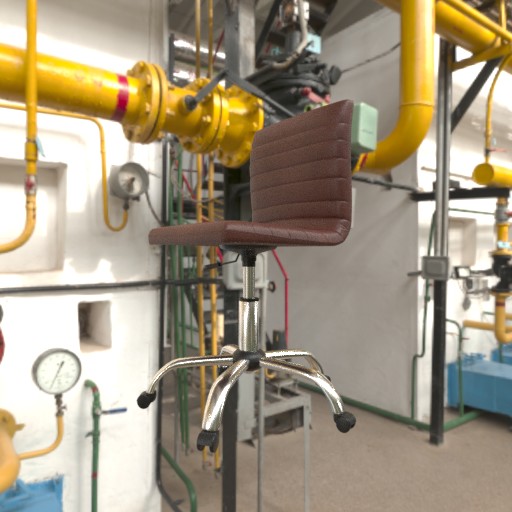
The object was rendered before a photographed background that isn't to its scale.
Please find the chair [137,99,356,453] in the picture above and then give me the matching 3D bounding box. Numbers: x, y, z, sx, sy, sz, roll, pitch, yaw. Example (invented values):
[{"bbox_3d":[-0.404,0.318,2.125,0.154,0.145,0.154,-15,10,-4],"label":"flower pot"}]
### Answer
[{"bbox_3d":[0.000,0.000,1.159,0.530,0.780,0.556,-1,1,-37],"label":"chair"}]
